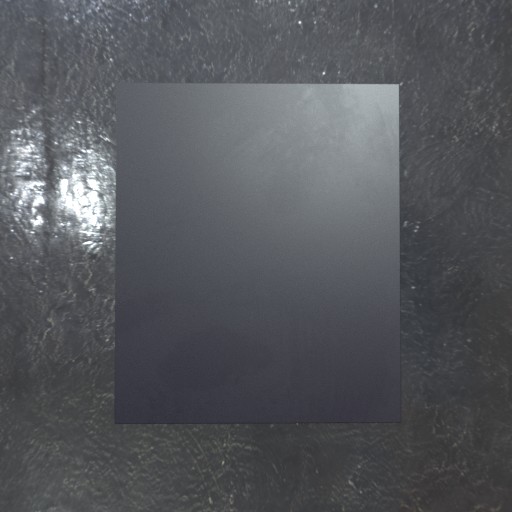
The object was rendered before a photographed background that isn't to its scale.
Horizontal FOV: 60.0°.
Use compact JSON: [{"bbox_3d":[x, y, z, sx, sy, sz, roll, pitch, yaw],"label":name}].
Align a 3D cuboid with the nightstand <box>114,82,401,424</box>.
[{"bbox_3d":[0.000,0.000,0.934,0.402,0.623,0.479,0,89,-1],"label":"nightstand"}]
